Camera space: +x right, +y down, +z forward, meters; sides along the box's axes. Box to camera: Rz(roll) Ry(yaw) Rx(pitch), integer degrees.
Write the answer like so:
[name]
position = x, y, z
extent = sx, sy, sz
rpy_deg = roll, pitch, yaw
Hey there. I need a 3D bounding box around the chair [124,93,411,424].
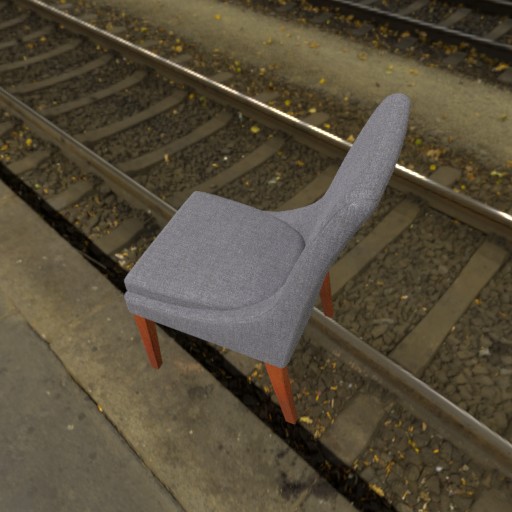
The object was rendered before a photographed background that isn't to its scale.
[chair]
position = 0.000, 0.000, 1.339
extent = 0.655, 0.952, 0.508
rpy_deg = 16, 49, 15
